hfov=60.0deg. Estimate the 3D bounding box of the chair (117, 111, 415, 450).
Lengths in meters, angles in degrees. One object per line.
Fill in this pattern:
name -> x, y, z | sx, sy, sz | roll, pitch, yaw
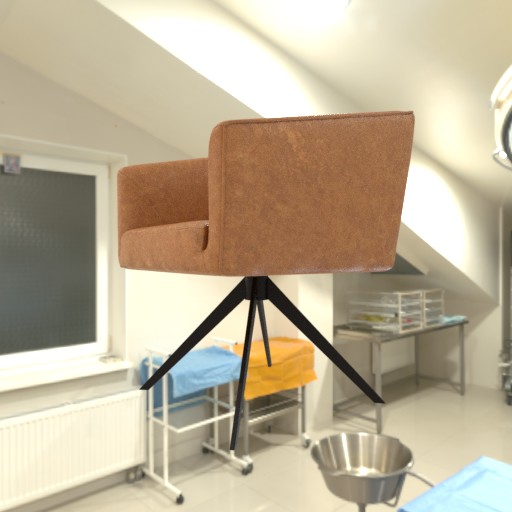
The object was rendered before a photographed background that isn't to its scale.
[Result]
chair -> 0.000, 0.000, 1.203 | 0.625, 0.760, 0.588 | 0, 0, -36
